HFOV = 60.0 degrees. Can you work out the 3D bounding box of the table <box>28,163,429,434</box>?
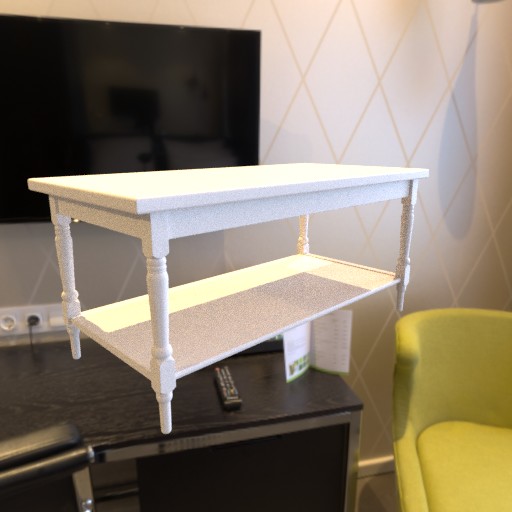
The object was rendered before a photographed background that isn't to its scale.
[{"bbox_3d":[0.000,0.000,1.387,1.107,0.510,0.550,-14,20,-42],"label":"table"}]
